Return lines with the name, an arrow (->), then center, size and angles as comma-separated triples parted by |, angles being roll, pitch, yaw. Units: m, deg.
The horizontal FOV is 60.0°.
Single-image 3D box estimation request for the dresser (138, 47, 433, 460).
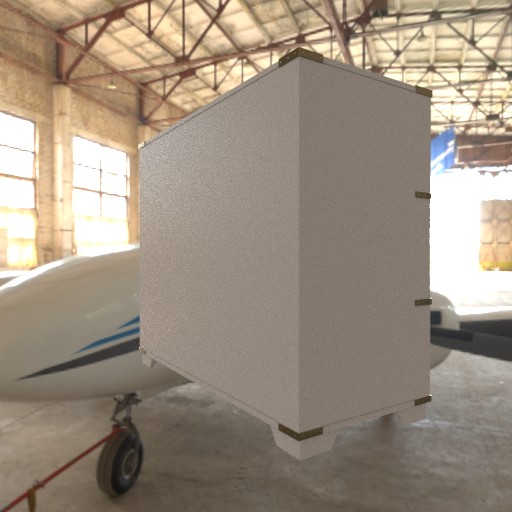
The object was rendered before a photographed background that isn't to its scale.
dresser -> 0.000, 0.000, 1.489 | 0.460, 0.891, 1.022 | 0, 1, -33
